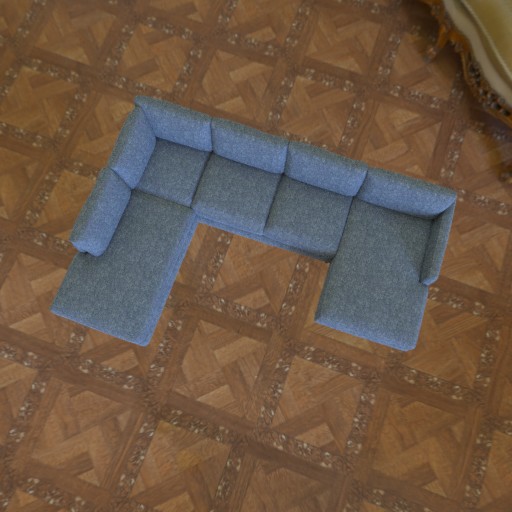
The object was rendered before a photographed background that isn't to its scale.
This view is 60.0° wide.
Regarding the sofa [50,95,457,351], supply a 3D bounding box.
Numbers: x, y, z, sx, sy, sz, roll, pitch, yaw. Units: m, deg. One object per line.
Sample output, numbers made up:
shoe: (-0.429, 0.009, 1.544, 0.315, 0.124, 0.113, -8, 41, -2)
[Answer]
sofa: (0.000, 0.000, 3.498, 2.737, 0.756, 1.879, 18, 76, 5)
